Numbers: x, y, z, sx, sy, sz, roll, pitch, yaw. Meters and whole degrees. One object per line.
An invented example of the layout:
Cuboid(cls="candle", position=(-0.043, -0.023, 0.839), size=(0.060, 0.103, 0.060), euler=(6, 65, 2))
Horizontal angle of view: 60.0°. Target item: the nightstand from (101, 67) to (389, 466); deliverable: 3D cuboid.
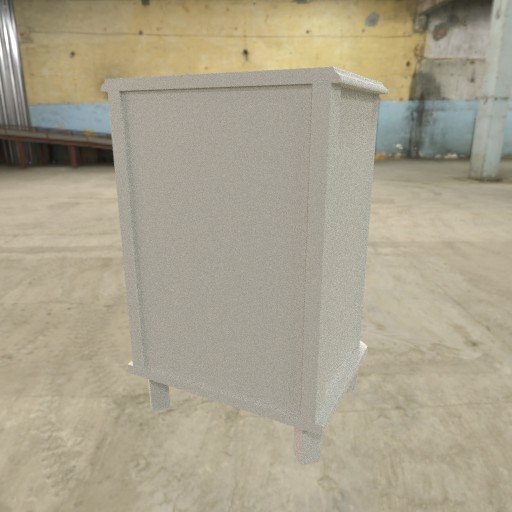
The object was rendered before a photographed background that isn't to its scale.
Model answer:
Cuboid(cls="nightstand", position=(0.000, 0.000, 0.929), size=(0.435, 0.681, 0.351), euler=(9, 19, 26))
